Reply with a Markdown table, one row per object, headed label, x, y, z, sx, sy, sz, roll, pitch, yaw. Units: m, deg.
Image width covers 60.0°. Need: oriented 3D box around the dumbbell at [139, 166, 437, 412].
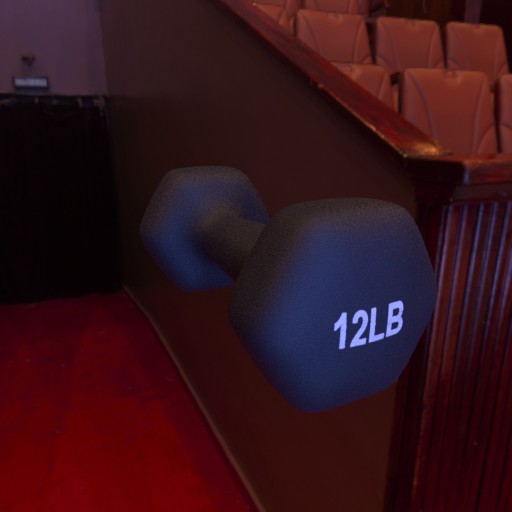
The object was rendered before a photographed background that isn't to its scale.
| label | x | y | z | sx | sy | sz | roll | pitch | yaw |
| --- | --- | --- | --- | --- | --- | --- | --- | --- | --- |
| dumbbell | 0.000 | 0.000 | 0.296 | 0.112 | 0.101 | 0.231 | -8 | 19 | -25 |
